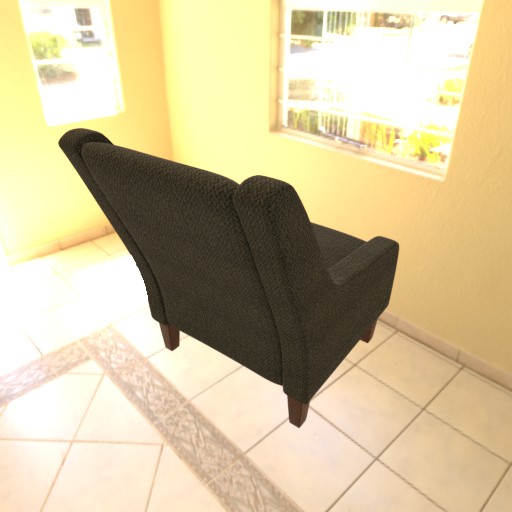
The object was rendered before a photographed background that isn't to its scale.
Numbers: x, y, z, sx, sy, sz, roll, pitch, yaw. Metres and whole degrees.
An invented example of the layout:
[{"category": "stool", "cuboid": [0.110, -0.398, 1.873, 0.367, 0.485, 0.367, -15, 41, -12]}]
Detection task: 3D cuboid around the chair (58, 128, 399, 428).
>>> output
[{"category": "chair", "cuboid": [0.000, 0.000, 1.676, 0.793, 1.012, 0.944, 21, 37, 32]}]
